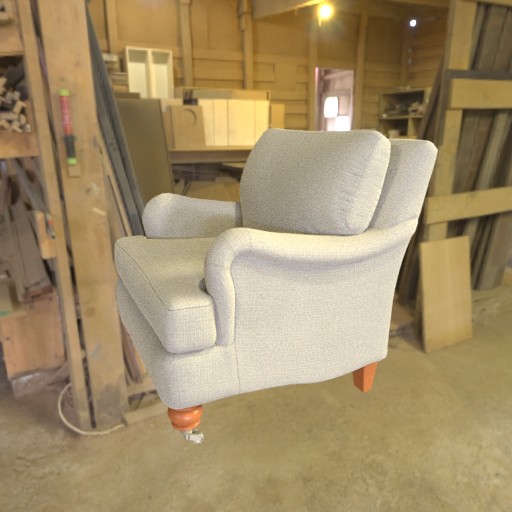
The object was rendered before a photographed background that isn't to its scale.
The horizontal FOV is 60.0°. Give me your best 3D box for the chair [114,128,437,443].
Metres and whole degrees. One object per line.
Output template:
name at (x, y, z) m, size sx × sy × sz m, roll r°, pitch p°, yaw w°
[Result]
chair at (0.000, 0.000, 1.887) m, size 1.070 × 1.038 × 0.955 m, roll -8°, pitch 18°, yaw -25°
